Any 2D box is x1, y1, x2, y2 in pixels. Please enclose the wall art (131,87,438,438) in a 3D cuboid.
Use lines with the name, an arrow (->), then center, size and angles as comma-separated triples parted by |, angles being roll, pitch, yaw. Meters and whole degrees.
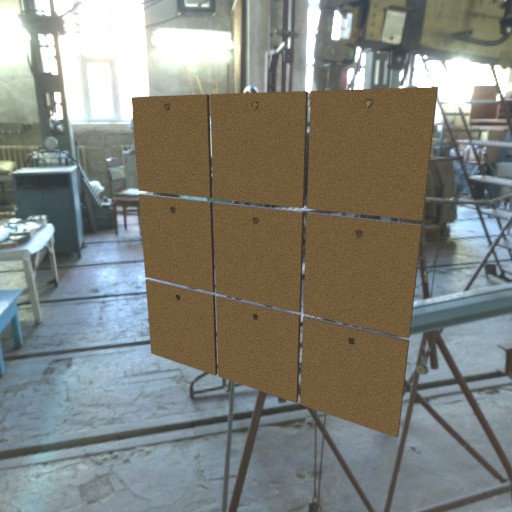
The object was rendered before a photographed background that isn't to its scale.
wall art -> 0.000, 0.000, 1.761 | 1.221, 1.218, 0.024 | 10, 20, 29
